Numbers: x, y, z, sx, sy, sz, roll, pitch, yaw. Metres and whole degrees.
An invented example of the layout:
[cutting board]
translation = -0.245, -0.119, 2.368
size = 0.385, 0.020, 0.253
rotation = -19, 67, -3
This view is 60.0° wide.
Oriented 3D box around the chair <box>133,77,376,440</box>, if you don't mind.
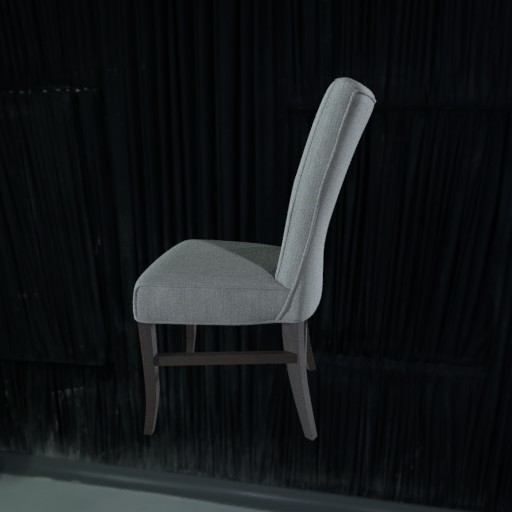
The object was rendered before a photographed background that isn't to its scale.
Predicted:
[chair]
translation = 0.000, 0.000, 1.386
size = 0.660, 0.991, 0.520
rotation = 2, 16, 7
